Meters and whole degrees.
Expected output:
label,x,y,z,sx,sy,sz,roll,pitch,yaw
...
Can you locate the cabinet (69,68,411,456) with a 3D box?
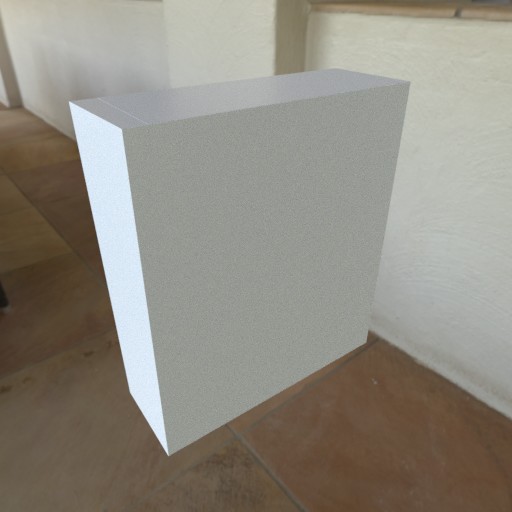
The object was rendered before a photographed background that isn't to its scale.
label,x,y,z,sx,sy,sz,roll,pitch,yaw
cabinet,0.000,0.000,1.615,0.990,1.150,0.348,-20,37,-30
